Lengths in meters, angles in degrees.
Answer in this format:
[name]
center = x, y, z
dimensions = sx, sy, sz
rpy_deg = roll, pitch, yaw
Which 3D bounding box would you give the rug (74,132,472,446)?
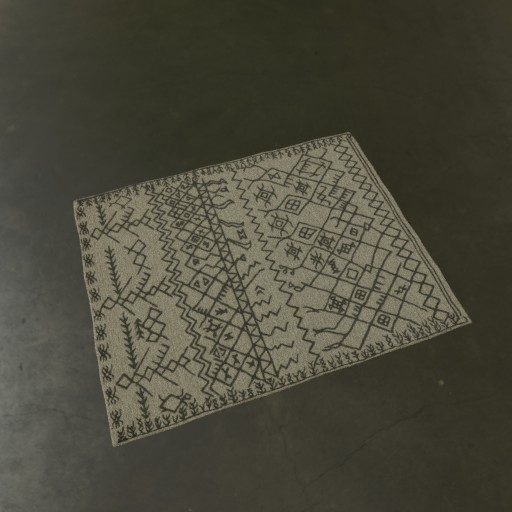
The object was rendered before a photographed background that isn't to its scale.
[rug]
center = 0.000, 0.000, 3.283
dimensions = 2.455, 0.025, 1.964
rpy_deg = -16, 59, -10
